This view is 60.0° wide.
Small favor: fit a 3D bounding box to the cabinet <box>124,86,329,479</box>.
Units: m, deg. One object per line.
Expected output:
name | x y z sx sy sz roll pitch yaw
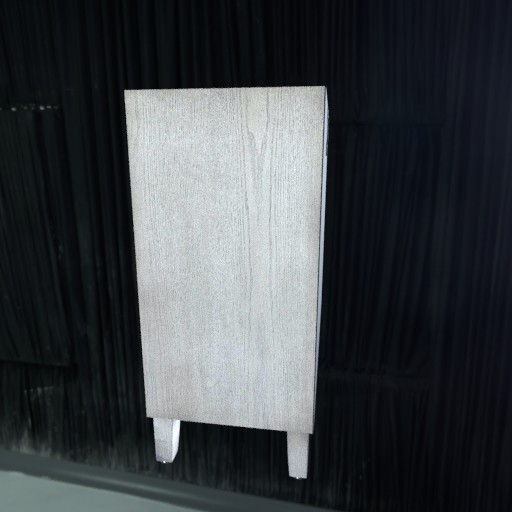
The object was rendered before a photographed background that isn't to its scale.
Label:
cabinet | 0.000 0.000 1.228 0.370 0.787 0.781 2 14 9
